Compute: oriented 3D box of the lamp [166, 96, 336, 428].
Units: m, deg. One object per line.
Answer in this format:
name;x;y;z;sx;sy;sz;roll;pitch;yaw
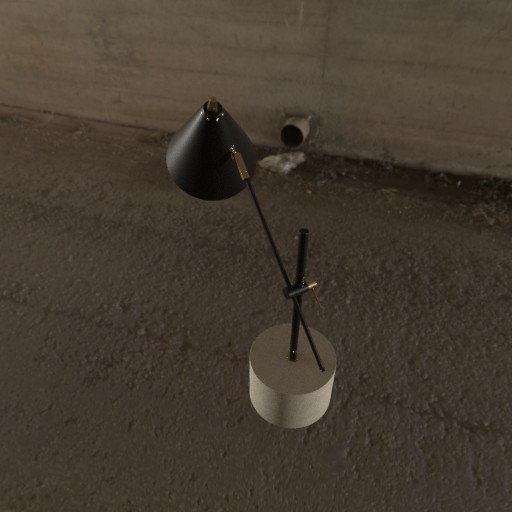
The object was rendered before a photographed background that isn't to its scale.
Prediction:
lamp;0.000;0.000;0.739;0.214;0.518;0.403;-13;42;-14
